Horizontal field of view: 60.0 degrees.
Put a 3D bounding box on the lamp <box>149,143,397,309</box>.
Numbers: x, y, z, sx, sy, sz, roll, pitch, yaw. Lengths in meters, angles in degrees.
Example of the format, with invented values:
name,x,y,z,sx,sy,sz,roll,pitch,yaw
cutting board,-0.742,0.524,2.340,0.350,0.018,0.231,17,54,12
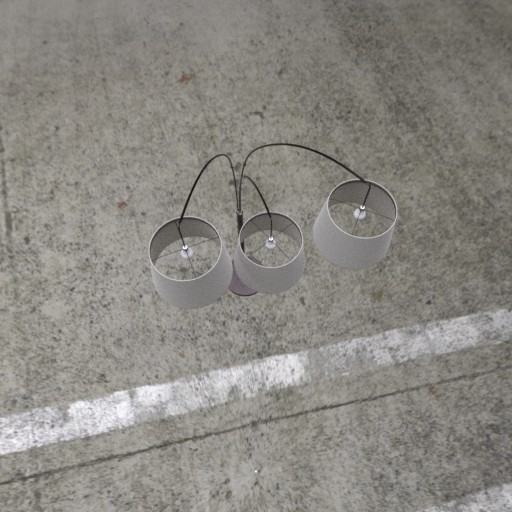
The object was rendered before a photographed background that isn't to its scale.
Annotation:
name,x,y,z,sx,sy,sz,roll,pitch,yaw
lamp,0.000,0.000,2.439,0.951,1.950,0.924,-12,65,-6
